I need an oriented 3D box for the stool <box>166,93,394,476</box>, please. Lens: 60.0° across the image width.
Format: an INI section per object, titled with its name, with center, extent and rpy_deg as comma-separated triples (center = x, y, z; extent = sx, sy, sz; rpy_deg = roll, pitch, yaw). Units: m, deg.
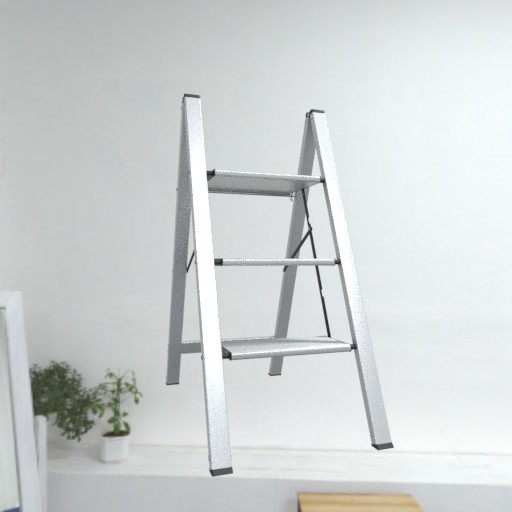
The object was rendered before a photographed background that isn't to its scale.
[stool]
center = 0.000, 0.000, 1.315
extent = 0.441, 0.902, 0.730
rpy_deg = 0, -1, -19
